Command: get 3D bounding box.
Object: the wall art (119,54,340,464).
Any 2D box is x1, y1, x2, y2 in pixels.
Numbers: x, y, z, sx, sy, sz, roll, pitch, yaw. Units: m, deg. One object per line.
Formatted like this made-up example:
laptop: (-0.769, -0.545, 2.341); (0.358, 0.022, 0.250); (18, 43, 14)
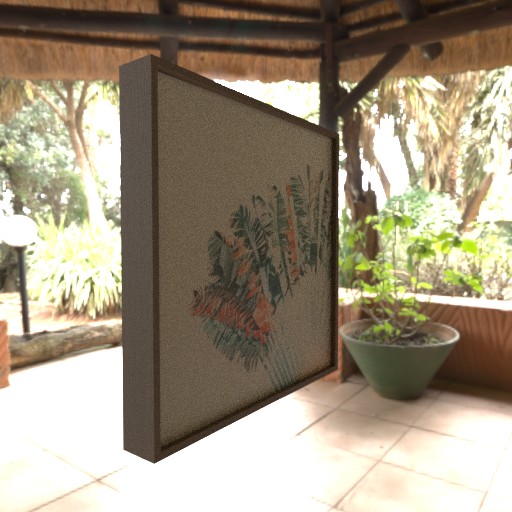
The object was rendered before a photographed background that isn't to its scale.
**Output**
wall art: (0.000, 0.000, 0.460); (0.038, 0.303, 0.304); (2, 3, 37)
